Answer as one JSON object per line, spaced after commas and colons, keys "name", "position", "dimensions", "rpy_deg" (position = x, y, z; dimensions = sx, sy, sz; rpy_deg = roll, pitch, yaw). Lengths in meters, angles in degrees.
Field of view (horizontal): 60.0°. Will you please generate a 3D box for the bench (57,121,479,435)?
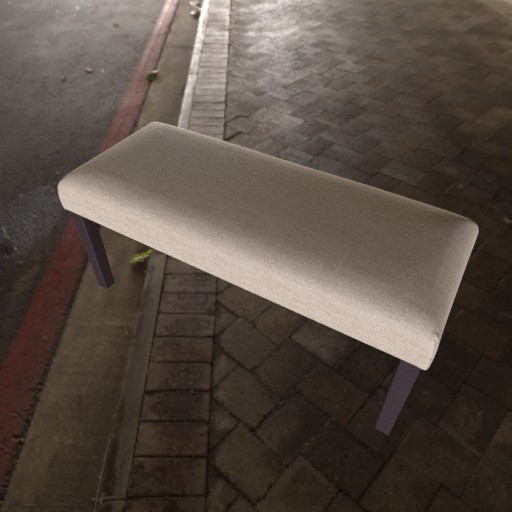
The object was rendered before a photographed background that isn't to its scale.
{"name": "bench", "position": [0.000, 0.000, 1.242], "dimensions": [1.013, 0.456, 0.407], "rpy_deg": [22, 48, 22]}
